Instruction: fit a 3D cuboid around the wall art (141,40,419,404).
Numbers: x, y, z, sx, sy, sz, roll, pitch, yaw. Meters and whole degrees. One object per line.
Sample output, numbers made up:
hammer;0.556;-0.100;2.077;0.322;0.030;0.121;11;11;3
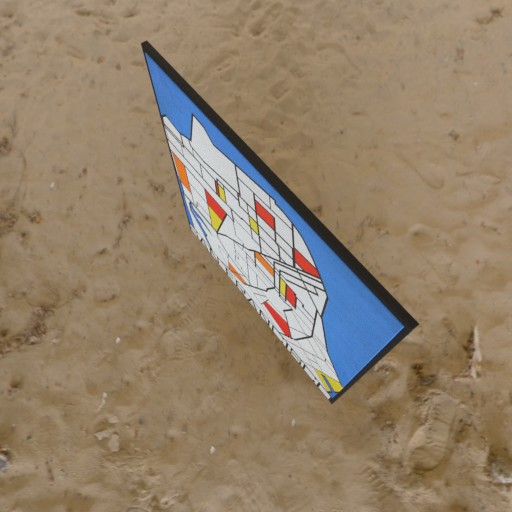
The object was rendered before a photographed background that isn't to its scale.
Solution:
wall art;0.000;0.000;0.974;0.015;0.663;0.664;-34;69;-16
